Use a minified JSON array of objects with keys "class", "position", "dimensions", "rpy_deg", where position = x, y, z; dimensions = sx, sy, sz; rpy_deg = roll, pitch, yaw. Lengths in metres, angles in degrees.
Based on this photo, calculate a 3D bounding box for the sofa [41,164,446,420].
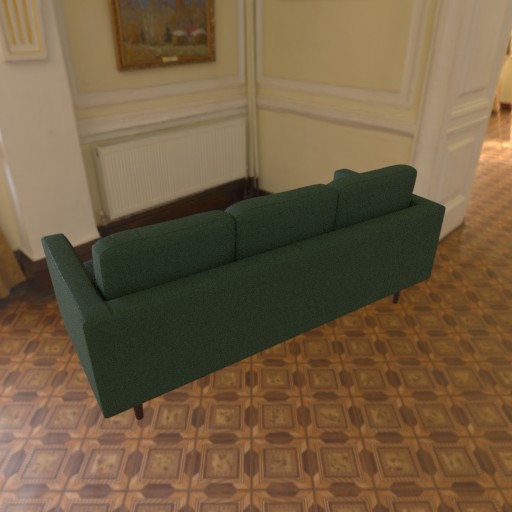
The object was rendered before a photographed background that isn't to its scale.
[{"class":"sofa","position":[0.000,0.000,2.486],"dimensions":[2.029,0.899,0.879],"rpy_deg":[-17,34,-28]}]
